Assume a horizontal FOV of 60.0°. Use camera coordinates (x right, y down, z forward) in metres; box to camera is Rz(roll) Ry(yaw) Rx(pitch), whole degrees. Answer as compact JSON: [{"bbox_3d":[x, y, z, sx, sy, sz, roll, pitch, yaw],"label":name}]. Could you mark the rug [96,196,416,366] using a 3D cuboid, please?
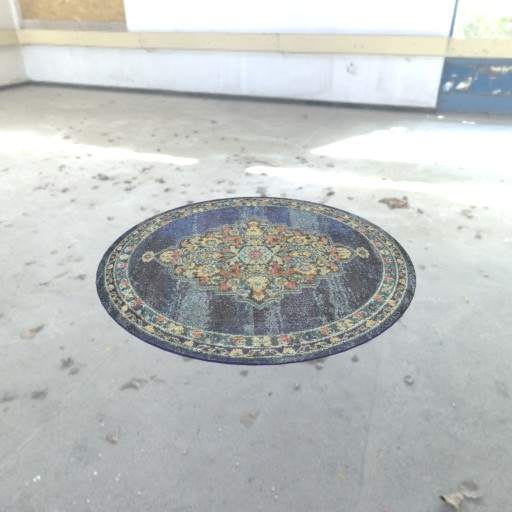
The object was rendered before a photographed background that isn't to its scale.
[{"bbox_3d":[0.000,0.000,3.456,2.386,0.014,2.386,0,30,0],"label":"rug"}]
